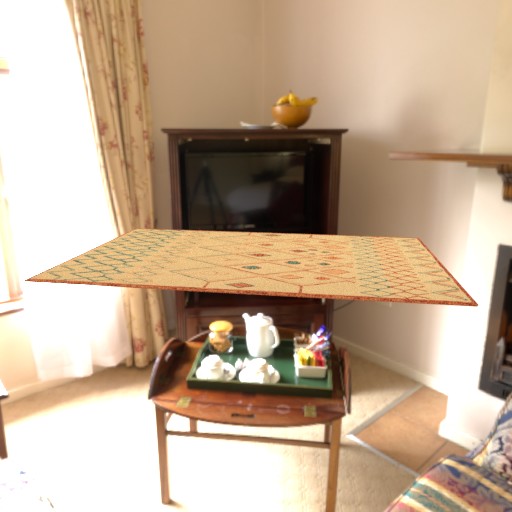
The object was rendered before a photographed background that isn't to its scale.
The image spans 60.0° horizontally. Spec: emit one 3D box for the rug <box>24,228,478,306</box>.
[{"bbox_3d":[0.000,0.000,3.066,2.438,0.015,1.524,2,15,9],"label":"rug"}]
